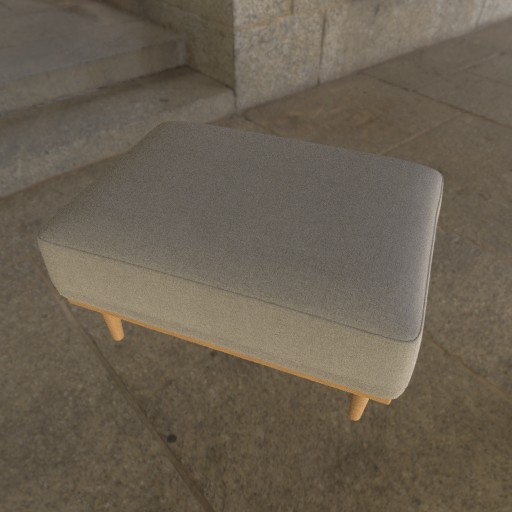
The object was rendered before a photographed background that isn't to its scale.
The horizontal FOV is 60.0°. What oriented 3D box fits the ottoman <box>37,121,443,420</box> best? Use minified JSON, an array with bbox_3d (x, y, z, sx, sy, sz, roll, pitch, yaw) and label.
[{"bbox_3d":[0.000,0.000,1.047,0.749,0.428,0.549,14,45,15],"label":"ottoman"}]
